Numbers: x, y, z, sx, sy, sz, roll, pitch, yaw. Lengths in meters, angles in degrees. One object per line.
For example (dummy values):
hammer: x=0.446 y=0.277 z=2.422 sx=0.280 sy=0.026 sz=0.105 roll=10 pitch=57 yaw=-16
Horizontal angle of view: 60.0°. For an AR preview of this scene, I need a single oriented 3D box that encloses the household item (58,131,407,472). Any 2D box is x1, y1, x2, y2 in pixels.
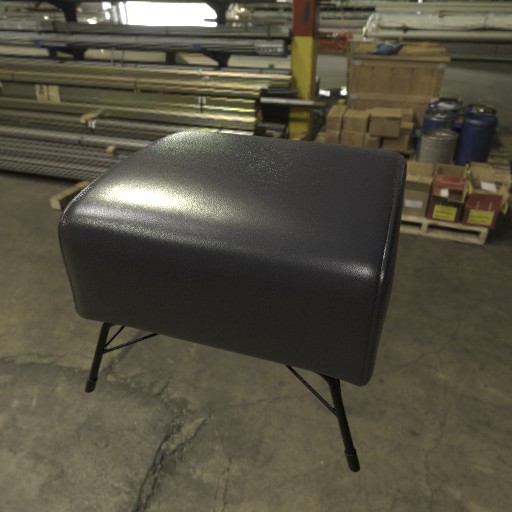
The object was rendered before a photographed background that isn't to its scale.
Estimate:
household item: x=0.000 y=0.000 z=0.891 sx=0.530 sy=0.410 sz=0.530 roll=10 pitch=33 yaw=16
